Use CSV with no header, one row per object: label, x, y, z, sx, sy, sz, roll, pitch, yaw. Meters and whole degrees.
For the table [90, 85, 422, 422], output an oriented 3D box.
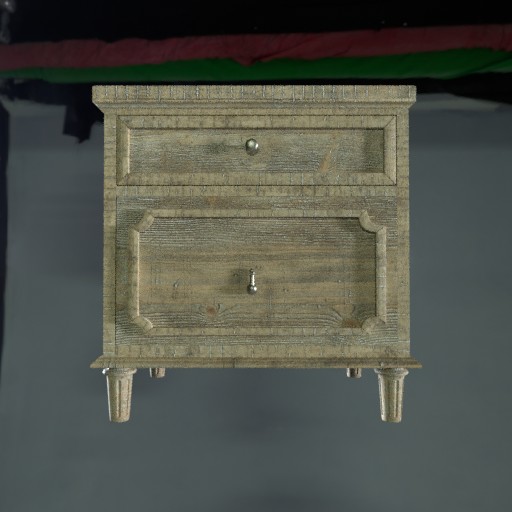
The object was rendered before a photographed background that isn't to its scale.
table,0.000,0.000,1.147,0.686,0.711,0.457,0,-1,0
